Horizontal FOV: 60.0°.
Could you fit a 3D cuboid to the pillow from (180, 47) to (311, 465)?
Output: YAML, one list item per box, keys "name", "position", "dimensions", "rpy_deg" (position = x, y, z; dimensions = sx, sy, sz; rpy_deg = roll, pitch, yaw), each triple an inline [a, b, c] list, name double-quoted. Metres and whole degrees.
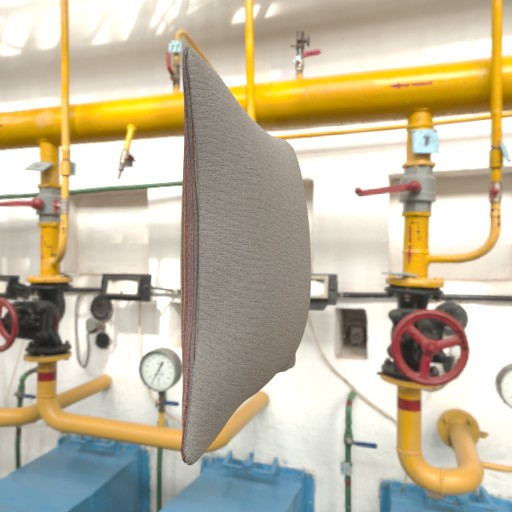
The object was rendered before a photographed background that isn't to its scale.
- name: "pillow"
  position: [0.000, 0.000, 0.639]
  dimensions: [0.136, 0.419, 0.437]
  rpy_deg: [0, 0, 19]
